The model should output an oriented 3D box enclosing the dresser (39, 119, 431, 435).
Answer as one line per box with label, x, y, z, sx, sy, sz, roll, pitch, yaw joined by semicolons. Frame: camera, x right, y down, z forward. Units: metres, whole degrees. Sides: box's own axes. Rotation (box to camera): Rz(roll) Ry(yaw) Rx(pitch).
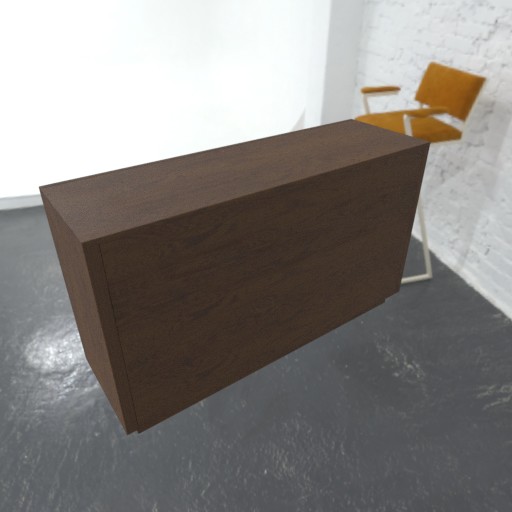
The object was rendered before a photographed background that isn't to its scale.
dresser;0.000;0.000;1.981;1.523;0.889;0.512;-21;37;-30
